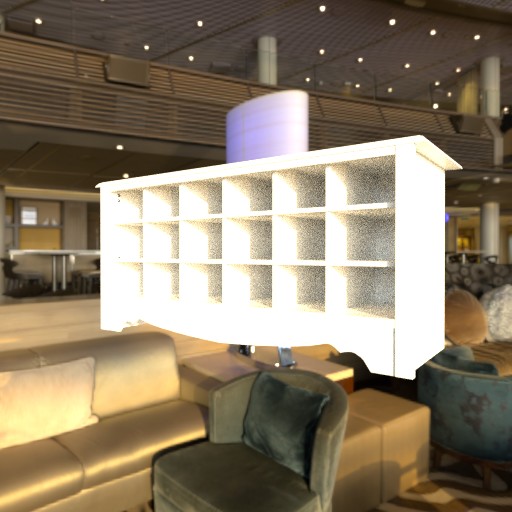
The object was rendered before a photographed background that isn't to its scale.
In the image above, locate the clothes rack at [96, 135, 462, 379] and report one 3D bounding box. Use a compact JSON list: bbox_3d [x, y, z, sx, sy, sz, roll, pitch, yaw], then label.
[{"bbox_3d":[0.000,0.000,1.508,1.218,0.558,0.405,0,0,35],"label":"clothes rack"}]
